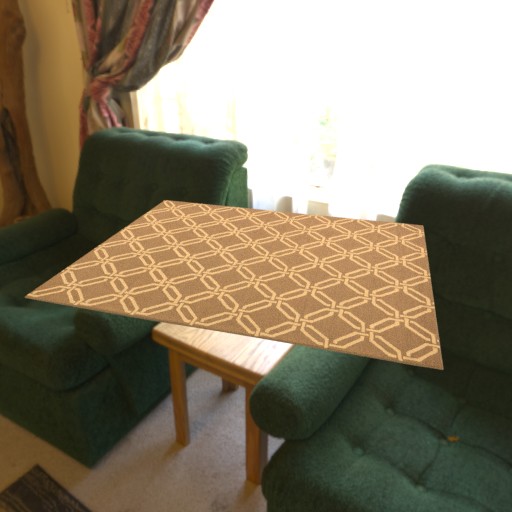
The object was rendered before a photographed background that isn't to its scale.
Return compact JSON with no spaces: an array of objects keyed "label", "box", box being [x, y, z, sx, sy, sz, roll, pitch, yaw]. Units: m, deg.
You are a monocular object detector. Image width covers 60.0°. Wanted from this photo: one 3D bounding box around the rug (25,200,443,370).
[{"label":"rug","box":[0.000,0.000,3.893,2.895,0.018,2.288,7,27,14]}]
